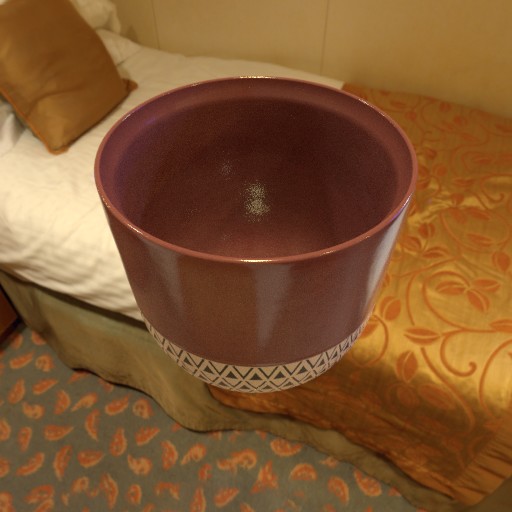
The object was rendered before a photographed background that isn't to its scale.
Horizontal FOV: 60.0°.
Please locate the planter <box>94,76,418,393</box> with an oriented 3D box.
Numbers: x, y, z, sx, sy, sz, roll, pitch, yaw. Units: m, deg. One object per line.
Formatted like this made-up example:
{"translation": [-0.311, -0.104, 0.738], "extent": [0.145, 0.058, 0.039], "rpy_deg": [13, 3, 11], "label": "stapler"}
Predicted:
{"translation": [0.000, 0.000, 0.471], "extent": [0.266, 0.270, 0.266], "rpy_deg": [0, 47, 0], "label": "planter"}
